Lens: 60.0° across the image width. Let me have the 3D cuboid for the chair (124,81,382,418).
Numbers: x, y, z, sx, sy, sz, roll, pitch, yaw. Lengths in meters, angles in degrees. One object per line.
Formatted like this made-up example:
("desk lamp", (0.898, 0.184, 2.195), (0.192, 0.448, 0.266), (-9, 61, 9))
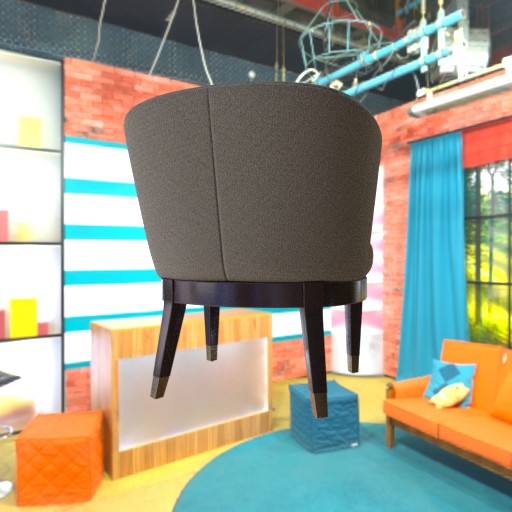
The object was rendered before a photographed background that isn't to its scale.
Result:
("chair", (0.000, 0.000, 1.282), (0.700, 0.760, 0.660), (0, 0, 18))
